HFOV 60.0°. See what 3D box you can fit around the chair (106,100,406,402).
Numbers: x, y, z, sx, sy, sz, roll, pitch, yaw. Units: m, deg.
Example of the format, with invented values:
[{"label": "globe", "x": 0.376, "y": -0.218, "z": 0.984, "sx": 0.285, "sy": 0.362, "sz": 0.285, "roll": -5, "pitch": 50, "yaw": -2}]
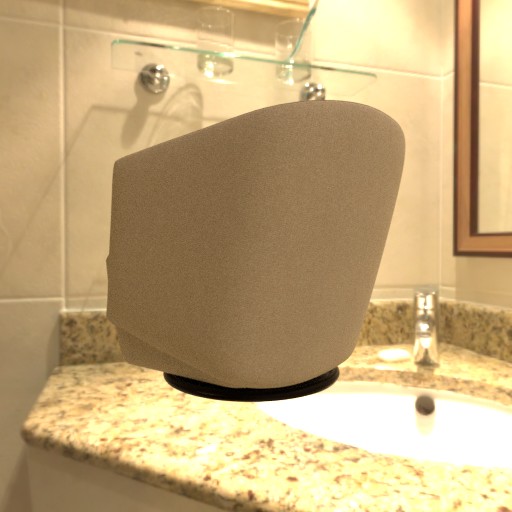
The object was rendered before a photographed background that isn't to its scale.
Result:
[{"label": "chair", "x": 0.000, "y": 0.000, "z": 1.610, "sx": 0.986, "sy": 0.861, "sz": 0.822, "roll": 1, "pitch": 2, "yaw": 36}]
